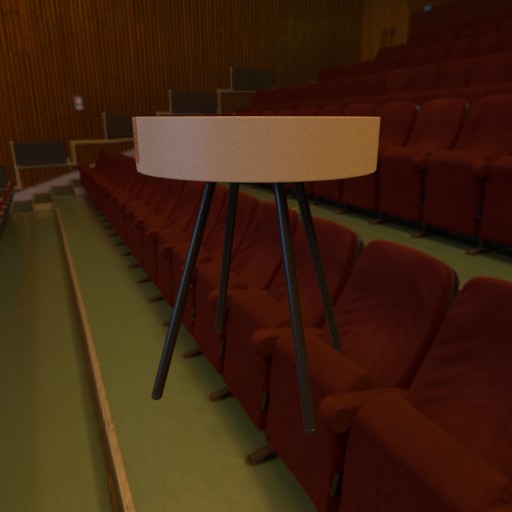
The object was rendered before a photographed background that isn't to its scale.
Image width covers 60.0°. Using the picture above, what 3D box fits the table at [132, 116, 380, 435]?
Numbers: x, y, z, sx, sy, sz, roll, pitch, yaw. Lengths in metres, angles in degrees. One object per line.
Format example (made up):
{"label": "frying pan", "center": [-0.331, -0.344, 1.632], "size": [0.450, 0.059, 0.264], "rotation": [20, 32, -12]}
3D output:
{"label": "table", "center": [0.000, 0.000, 0.878], "size": [0.450, 0.525, 0.450], "rotation": [0, 17, 0]}
